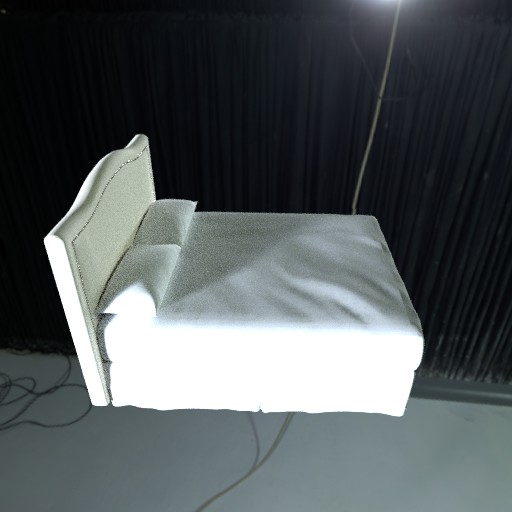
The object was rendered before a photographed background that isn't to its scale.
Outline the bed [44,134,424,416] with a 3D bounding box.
[{"bbox_3d":[0.000,0.000,3.307,2.143,1.460,1.753,1,32,2],"label":"bed"}]
